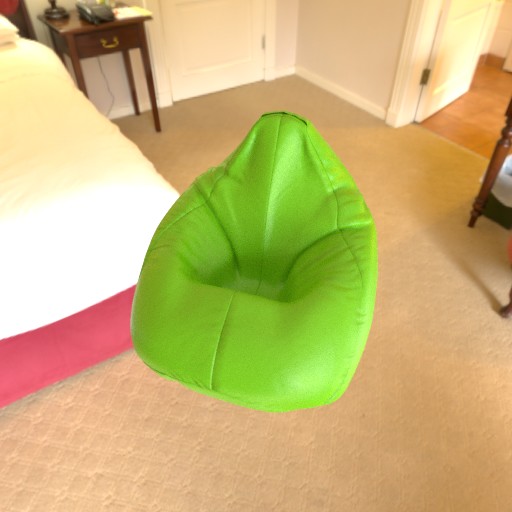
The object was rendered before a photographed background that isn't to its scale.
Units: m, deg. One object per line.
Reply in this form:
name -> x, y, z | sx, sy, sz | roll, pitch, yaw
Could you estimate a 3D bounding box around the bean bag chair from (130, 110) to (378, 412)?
bean bag chair -> 0.000, 0.000, 1.919 | 1.070, 0.990, 1.070 | 12, 43, 14
